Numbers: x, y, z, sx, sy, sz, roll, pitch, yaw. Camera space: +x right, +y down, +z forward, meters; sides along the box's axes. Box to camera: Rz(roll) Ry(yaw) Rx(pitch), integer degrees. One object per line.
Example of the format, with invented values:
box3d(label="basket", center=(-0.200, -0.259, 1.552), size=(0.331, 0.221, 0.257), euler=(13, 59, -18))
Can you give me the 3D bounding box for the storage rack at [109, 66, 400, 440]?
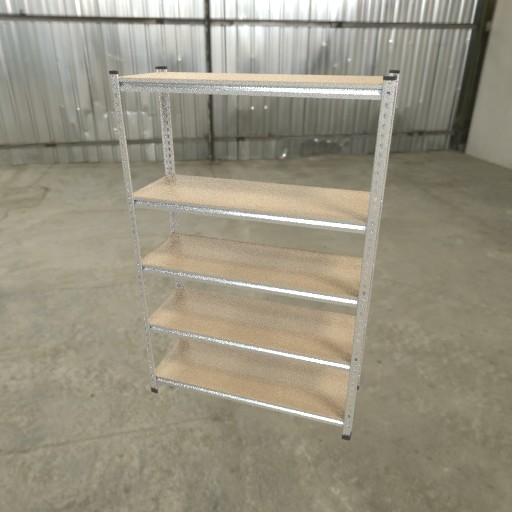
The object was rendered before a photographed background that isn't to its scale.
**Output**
box3d(label="storage rack", center=(0.000, 0.000, 2.365), size=(1.219, 1.829, 0.457), euler=(8, 27, 16))
